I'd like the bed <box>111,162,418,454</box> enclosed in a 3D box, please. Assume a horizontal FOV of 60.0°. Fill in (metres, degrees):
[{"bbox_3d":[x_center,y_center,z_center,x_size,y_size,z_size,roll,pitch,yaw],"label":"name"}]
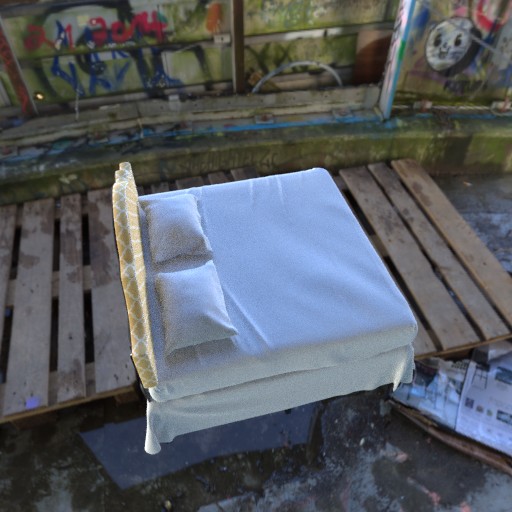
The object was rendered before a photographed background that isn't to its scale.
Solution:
[{"bbox_3d":[0.000,0.000,3.686,2.222,1.601,2.314,-10,48,-9],"label":"bed"}]
